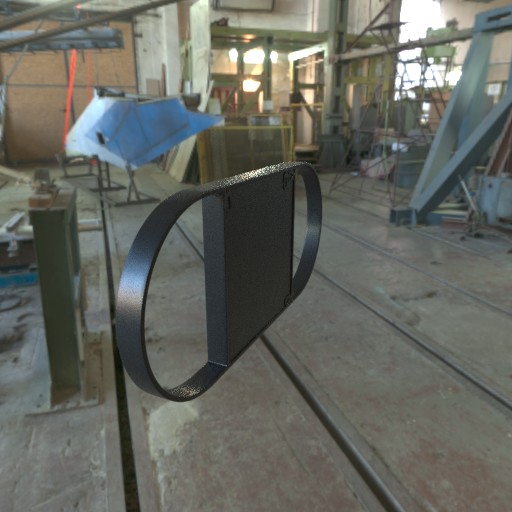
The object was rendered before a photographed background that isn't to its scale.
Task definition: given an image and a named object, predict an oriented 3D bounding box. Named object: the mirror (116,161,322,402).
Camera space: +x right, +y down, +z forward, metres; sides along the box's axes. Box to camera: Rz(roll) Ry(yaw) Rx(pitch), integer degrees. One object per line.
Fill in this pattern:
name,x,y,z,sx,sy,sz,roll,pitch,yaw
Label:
mirror,0.000,0.000,0.685,0.032,0.254,0.584,8,20,24
